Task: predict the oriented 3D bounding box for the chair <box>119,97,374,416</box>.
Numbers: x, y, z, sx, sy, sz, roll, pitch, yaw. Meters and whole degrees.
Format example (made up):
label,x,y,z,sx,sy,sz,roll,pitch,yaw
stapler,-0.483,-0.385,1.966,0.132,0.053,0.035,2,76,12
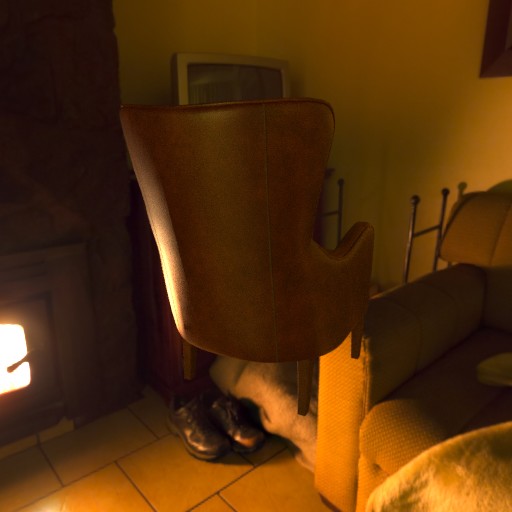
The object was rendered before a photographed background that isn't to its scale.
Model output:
label,x,y,z,sx,sy,sz,roll,pitch,yaw
chair,0.000,0.000,1.633,0.692,1.048,0.914,8,18,27
